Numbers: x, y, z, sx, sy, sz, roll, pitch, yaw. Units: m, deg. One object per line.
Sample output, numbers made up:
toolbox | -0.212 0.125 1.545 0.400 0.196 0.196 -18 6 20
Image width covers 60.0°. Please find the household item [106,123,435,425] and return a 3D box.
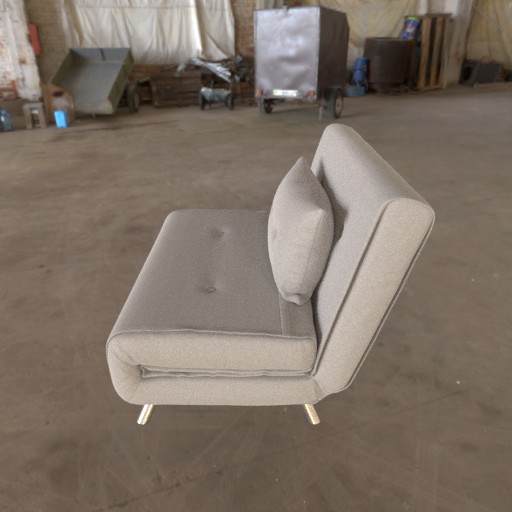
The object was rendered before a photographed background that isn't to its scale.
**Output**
household item | 0.000 0.000 1.662 0.874 0.800 1.000 0 27 0
